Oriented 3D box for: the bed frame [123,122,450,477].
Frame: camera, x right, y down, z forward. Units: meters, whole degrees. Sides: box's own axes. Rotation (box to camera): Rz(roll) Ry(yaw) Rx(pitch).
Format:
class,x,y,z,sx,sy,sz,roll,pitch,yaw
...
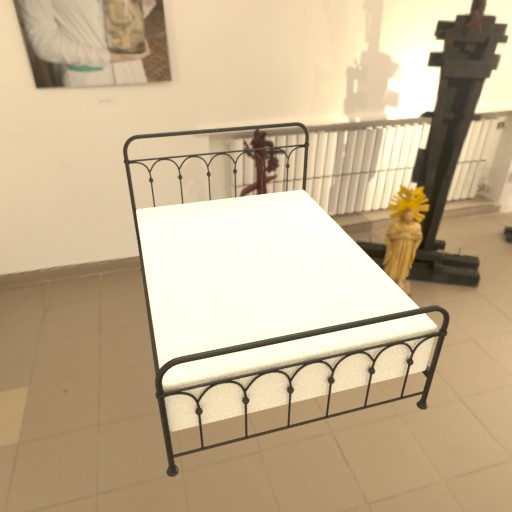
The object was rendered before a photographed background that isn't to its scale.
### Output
class,x,y,z,sx,sy,sz,roll,pitch,yaw
bed frame,0.000,0.000,3.198,1.664,1.276,2.203,-9,32,-14
